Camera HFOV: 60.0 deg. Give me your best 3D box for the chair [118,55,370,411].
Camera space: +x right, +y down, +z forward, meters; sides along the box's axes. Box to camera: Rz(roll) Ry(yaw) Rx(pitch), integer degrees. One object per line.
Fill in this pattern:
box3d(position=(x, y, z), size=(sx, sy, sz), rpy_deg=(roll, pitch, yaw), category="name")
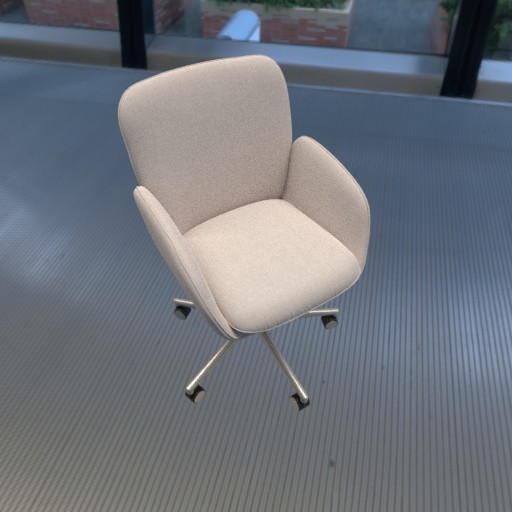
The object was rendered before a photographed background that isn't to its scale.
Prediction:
box3d(position=(0.000, 0.000, 1.353), size=(0.648, 0.959, 0.633), rpy_deg=(-24, 50, -21), category="chair")
